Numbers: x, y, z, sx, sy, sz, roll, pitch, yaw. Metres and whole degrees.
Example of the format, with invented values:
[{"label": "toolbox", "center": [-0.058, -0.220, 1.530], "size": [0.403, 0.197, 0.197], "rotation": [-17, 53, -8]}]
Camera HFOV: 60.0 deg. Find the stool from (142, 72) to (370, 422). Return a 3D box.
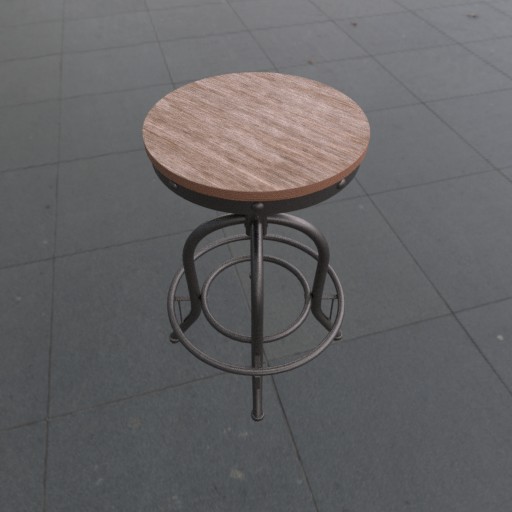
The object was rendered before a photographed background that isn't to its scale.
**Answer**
[{"label": "stool", "center": [0.000, 0.000, 0.910], "size": [0.439, 0.609, 0.439], "rotation": [-1, 47, -1]}]
